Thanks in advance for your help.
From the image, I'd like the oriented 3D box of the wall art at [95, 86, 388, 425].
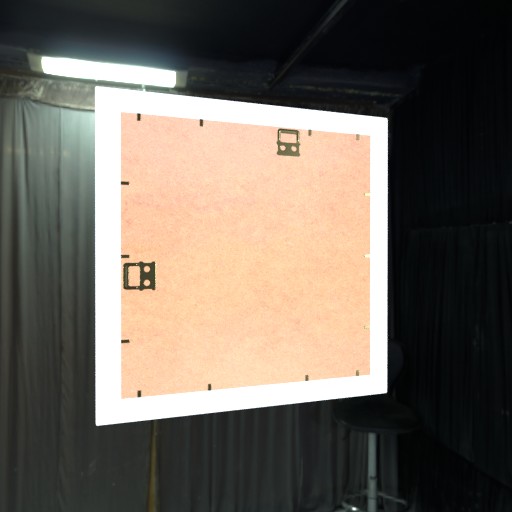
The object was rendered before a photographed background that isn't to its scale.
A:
[{"bbox_3d":[0.000,0.000,0.858,0.584,0.584,0.013,0,0,-18],"label":"wall art"}]
